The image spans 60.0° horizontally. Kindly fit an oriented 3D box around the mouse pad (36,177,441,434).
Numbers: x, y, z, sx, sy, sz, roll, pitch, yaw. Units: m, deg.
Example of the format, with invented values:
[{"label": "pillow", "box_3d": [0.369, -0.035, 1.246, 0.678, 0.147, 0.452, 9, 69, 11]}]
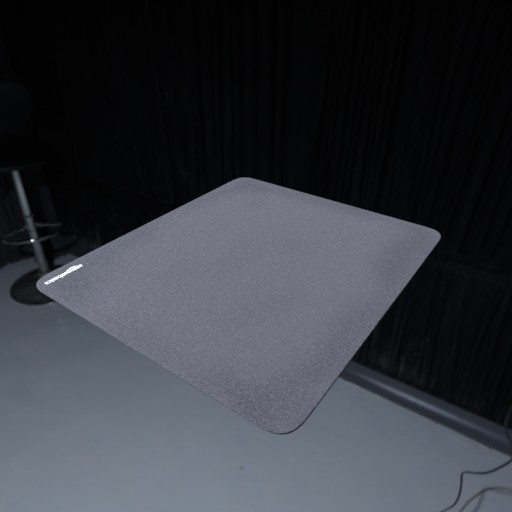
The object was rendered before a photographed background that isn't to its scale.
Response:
[{"label": "mouse pad", "box_3d": [0.000, 0.000, 0.624, 0.393, 0.002, 0.451, 21, 38, 30]}]
